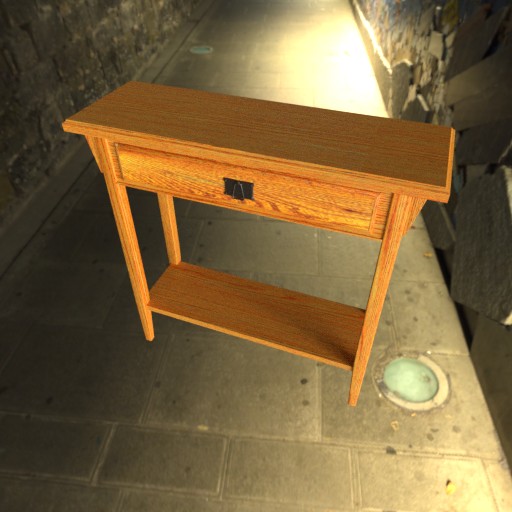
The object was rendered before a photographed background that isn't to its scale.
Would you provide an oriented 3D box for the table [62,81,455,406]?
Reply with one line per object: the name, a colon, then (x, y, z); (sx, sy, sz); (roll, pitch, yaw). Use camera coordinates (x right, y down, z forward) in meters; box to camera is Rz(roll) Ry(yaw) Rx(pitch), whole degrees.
table: (0.000, 0.000, 1.131); (0.762, 0.711, 0.254); (14, 43, 15)
